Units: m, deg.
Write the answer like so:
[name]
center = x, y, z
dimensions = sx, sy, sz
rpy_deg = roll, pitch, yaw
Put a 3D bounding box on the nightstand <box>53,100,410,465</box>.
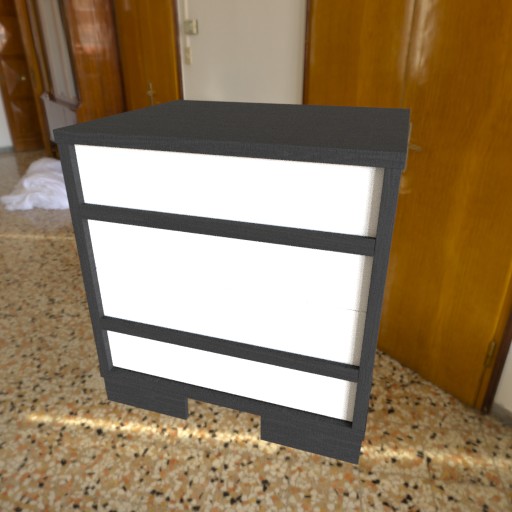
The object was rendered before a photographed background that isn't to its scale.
[nightstand]
center = 0.000, 0.000, 0.743
dimensions = 0.427, 0.448, 0.347
rpy_deg = 8, 27, 16
